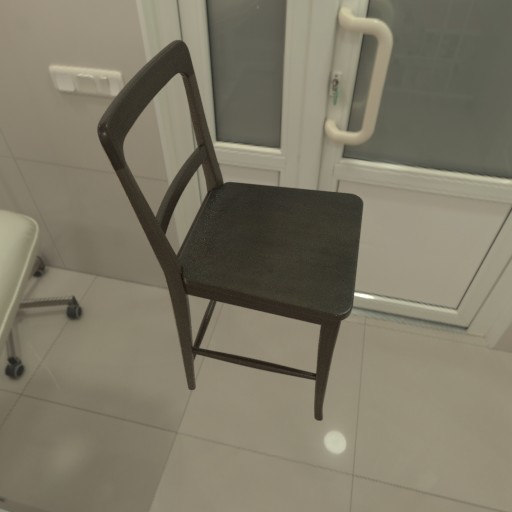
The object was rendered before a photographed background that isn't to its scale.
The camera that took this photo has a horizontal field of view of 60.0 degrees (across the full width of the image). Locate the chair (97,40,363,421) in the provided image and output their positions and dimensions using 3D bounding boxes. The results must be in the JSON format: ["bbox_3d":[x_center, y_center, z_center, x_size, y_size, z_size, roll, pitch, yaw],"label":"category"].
[{"bbox_3d":[0.000,0.000,1.254,0.546,0.991,0.450,10,48,9],"label":"chair"}]
